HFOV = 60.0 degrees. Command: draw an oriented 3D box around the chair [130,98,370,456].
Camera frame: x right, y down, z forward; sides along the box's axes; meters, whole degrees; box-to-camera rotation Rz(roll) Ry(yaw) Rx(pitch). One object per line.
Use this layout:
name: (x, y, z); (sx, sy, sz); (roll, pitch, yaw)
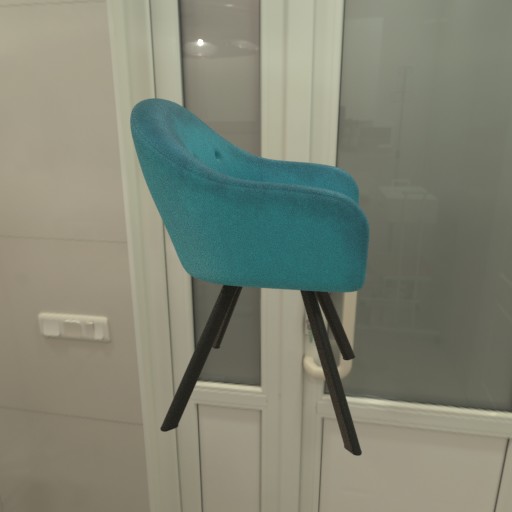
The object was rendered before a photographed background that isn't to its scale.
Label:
chair: (0.000, 0.000, 1.157); (0.570, 0.780, 0.540); (3, 17, 10)
